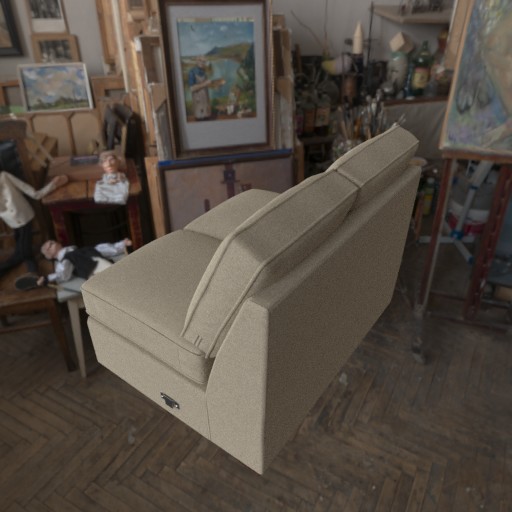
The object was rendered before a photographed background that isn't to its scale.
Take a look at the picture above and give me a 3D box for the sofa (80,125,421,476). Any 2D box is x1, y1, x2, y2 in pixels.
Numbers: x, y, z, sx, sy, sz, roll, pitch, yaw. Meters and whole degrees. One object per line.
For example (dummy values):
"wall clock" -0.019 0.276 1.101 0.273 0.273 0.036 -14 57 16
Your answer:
"sofa" 0.000 0.000 1.974 0.951 1.008 1.237 22 39 29
